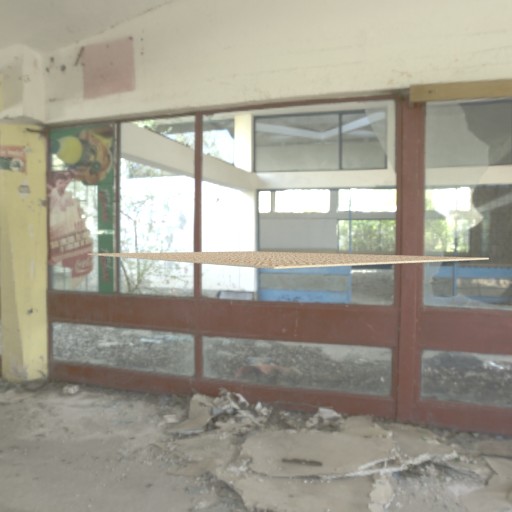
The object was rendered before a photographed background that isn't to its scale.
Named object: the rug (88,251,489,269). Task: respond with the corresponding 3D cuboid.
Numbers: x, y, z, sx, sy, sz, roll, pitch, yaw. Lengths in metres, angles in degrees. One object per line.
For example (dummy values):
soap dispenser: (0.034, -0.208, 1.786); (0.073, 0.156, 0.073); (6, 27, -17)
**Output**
rug: (0.000, 0.000, 2.338); (1.220, 0.007, 1.828); (-1, 2, -36)
